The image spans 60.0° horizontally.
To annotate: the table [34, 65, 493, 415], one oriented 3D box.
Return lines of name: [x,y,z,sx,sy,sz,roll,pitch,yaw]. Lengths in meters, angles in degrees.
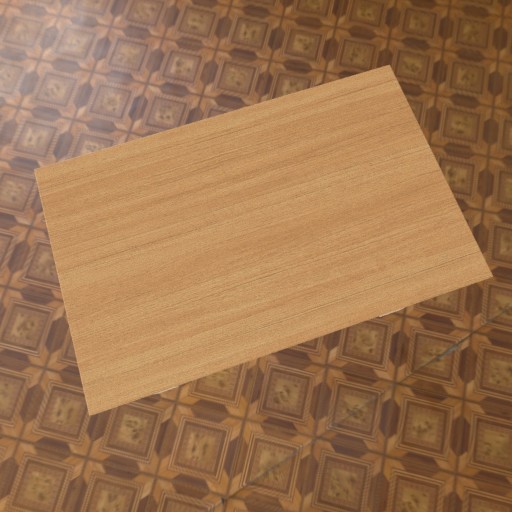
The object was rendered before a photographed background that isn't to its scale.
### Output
table: [0.000,0.000,1.576,1.100,0.734,0.700,-18,75,-5]
